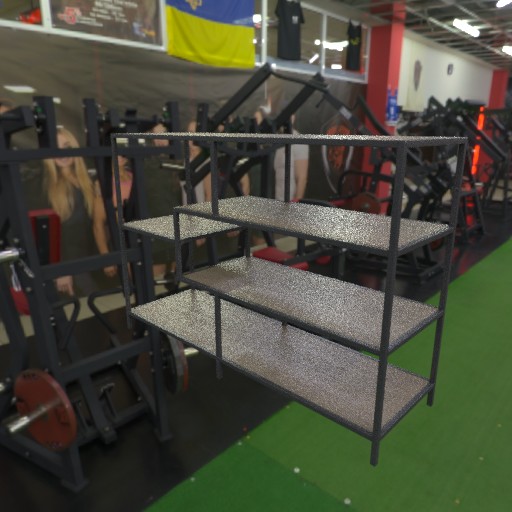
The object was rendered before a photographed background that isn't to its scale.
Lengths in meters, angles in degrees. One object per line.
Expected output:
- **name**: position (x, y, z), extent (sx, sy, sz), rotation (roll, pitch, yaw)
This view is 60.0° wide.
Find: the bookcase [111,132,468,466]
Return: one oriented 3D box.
- **bookcase**: position (0.000, 0.000, 1.480), extent (1.140, 0.780, 0.350), rotation (15, 22, 41)
